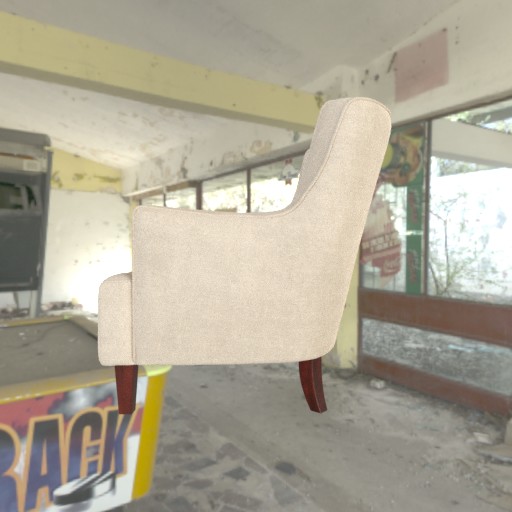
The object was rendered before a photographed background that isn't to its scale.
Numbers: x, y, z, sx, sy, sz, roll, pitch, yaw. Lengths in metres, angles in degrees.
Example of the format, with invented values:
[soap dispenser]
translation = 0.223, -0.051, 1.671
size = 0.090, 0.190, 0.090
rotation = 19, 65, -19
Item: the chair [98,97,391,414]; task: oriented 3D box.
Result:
[chair]
translation = 0.000, 0.000, 1.611
size = 0.910, 0.920, 0.781
rotation = 0, 2, 2
